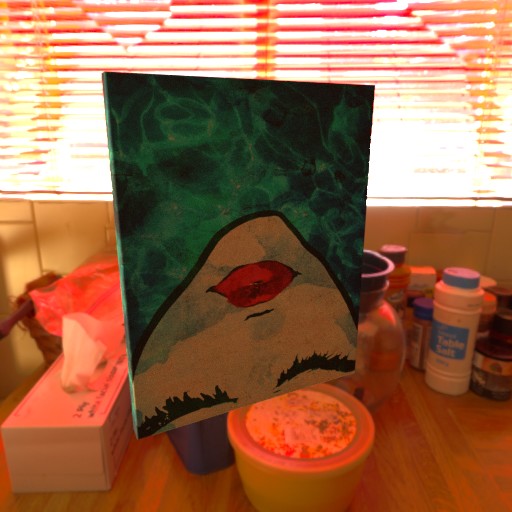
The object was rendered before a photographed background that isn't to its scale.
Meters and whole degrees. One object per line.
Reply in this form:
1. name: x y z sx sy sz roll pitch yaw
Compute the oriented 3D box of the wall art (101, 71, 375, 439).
1. wall art: 0.000 0.000 1.025 0.609 0.760 0.038 -8 18 -26
